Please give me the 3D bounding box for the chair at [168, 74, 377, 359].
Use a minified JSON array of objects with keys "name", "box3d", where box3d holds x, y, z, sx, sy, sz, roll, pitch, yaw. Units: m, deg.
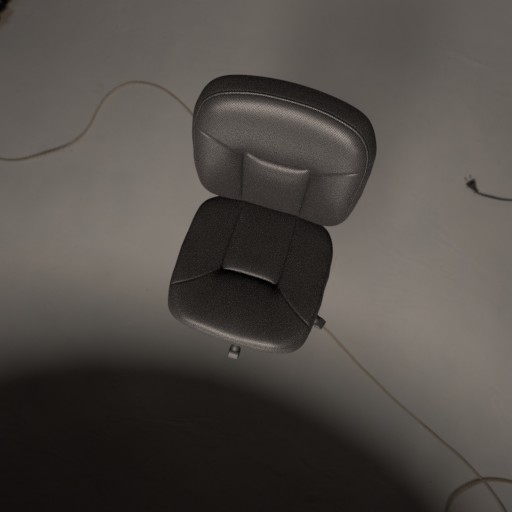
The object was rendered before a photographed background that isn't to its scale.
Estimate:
[{"name":"chair","box3d":[0.000,0.000,1.421,0.647,0.959,0.646,17,76,4]}]
